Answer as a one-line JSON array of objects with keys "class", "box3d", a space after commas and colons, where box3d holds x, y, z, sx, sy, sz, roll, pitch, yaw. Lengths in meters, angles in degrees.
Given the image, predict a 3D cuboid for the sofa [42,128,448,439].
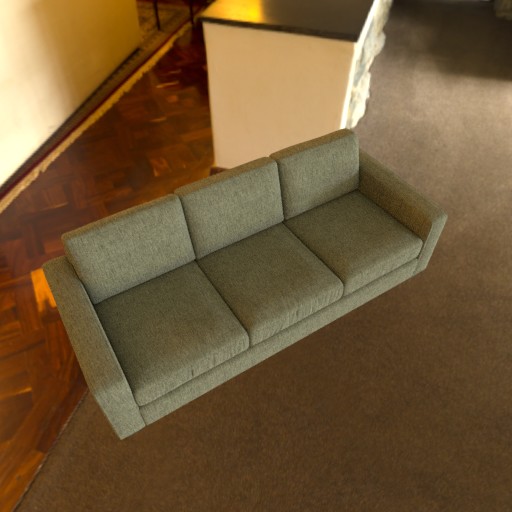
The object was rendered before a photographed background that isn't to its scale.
[{"class": "sofa", "box3d": [0.000, 0.000, 2.599, 2.160, 0.800, 0.900, -25, 52, -21]}]
